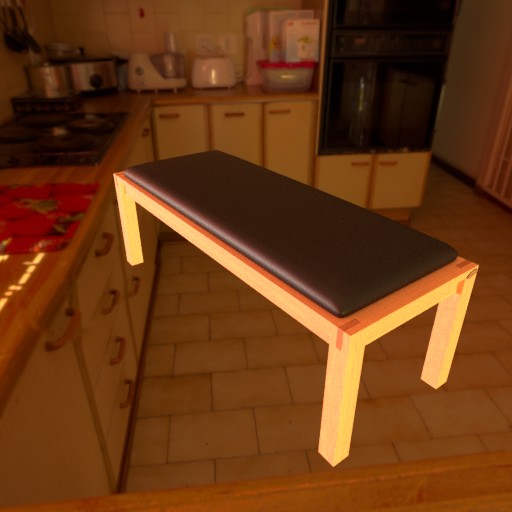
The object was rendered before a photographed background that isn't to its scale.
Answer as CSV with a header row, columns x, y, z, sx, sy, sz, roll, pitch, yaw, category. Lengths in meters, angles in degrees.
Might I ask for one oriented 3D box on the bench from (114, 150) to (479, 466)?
x,y,z,sx,sy,sz,roll,pitch,yaw,category
0.000,0.000,1.453,0.450,0.430,1.202,-20,34,-32,bench
